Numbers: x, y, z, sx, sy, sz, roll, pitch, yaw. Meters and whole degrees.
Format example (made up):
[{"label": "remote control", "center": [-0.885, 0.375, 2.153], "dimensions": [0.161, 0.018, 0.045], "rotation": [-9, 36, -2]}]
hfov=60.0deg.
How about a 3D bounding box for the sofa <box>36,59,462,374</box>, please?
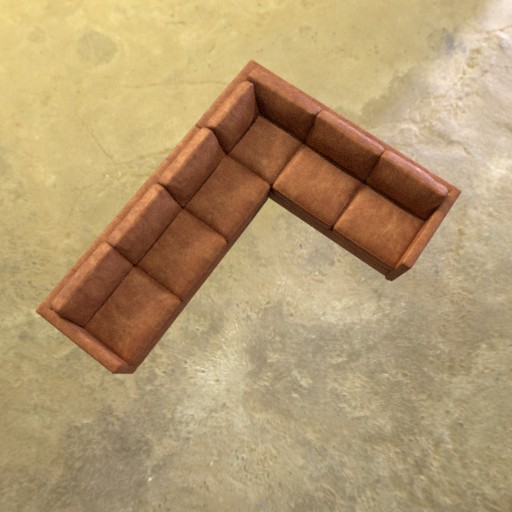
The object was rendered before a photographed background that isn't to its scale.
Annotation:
[{"label": "sofa", "center": [0.000, 0.000, 4.209], "dimensions": [2.438, 0.838, 3.167], "rotation": [35, 78, 9]}]
